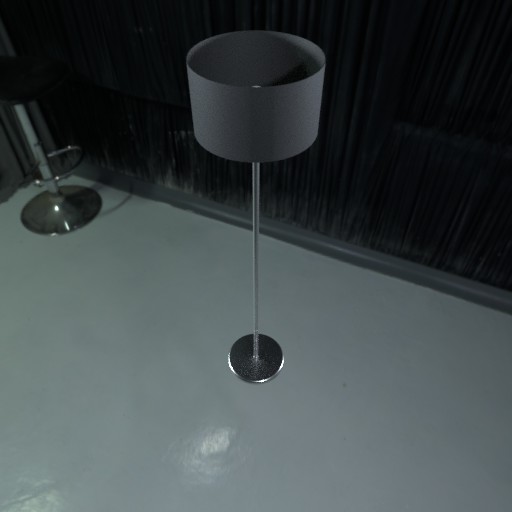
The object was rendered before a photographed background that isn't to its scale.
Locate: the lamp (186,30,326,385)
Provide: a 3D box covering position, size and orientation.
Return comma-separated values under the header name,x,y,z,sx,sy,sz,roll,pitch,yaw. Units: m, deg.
name,x,y,z,sx,sy,sz,roll,pitch,yaw
lamp,0.000,0.000,1.628,0.348,1.443,0.348,16,48,15
